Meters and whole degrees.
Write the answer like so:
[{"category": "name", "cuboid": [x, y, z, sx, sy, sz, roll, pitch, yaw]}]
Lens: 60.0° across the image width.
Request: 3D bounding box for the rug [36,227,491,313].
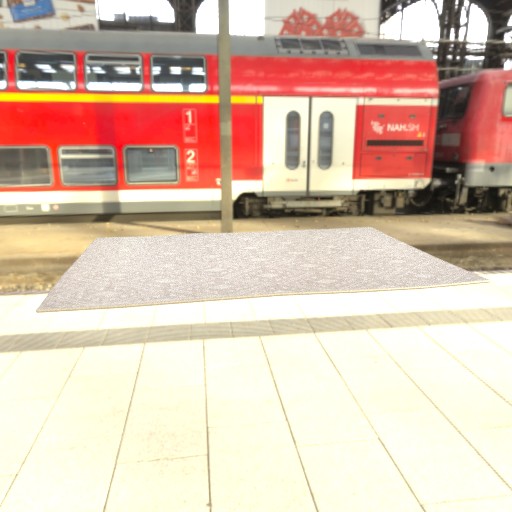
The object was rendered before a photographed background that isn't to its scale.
[{"category": "rug", "cuboid": [0.000, 0.000, 2.344, 1.829, 0.034, 1.252, -2, 15, -9]}]
